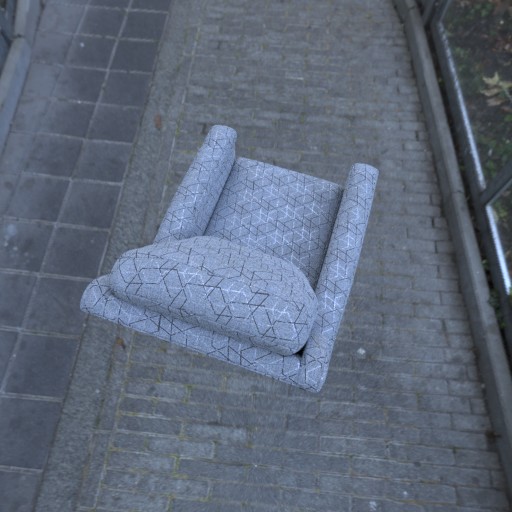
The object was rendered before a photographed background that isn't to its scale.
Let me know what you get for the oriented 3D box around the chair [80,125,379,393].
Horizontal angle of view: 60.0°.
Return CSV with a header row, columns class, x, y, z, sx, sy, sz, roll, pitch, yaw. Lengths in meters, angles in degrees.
class,x,y,z,sx,sy,sz,roll,pitch,yaw
chair,0.000,0.000,1.724,0.753,1.048,0.987,17,66,8
